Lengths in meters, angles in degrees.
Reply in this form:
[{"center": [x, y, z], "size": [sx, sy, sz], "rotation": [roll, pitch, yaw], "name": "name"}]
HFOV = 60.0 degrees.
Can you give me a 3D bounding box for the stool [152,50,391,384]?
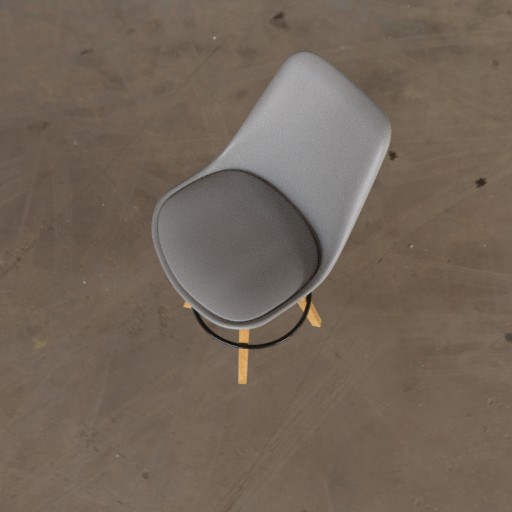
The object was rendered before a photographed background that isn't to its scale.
[{"center": [0.000, 0.000, 1.398], "size": [0.550, 1.115, 0.485], "rotation": [-34, 69, -15], "name": "stool"}]
